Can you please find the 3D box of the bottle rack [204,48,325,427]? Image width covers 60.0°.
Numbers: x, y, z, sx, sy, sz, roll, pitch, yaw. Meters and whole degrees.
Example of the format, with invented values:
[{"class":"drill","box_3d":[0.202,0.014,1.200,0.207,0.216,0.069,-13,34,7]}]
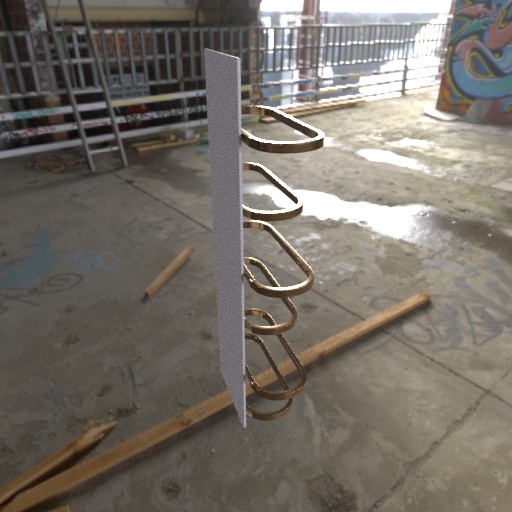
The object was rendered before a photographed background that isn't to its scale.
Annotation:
[{"class":"bottle rack","box_3d":[0.000,0.000,0.845,0.118,0.709,0.332,-10,30,-17]}]
